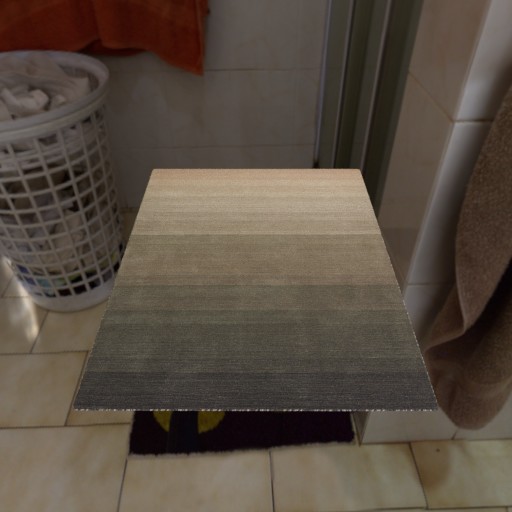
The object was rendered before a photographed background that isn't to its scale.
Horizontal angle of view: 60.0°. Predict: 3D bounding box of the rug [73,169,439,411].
[{"bbox_3d":[0.000,0.000,3.850,2.305,0.017,2.902,0,42,0],"label":"rug"}]
